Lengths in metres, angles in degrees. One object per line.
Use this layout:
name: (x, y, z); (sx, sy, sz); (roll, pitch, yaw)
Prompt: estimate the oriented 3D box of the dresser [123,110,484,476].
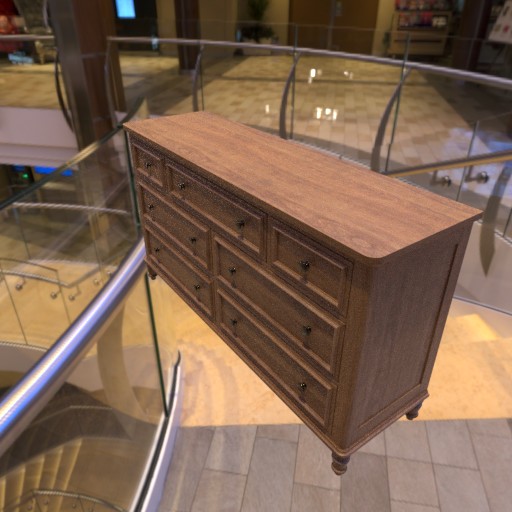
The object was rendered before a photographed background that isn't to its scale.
dresser: (0.000, 0.000, 1.933); (0.468, 0.892, 1.583); (-20, 36, -30)
